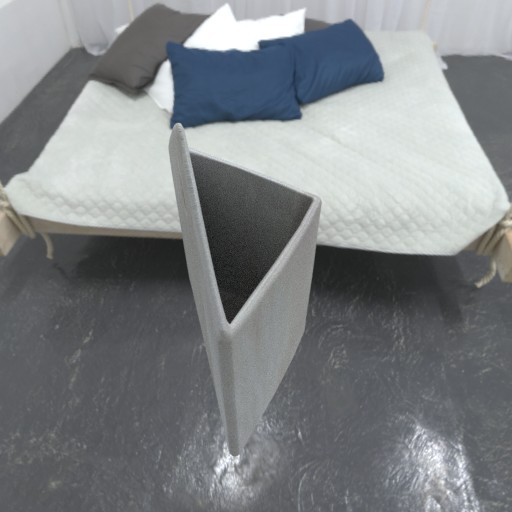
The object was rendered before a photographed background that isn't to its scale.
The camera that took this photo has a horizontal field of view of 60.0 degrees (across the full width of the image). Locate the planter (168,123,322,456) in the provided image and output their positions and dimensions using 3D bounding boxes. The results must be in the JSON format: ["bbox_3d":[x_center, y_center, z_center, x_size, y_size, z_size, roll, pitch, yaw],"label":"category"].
[{"bbox_3d":[0.000,0.000,0.278,0.080,0.194,0.163,-11,47,-11],"label":"planter"}]
